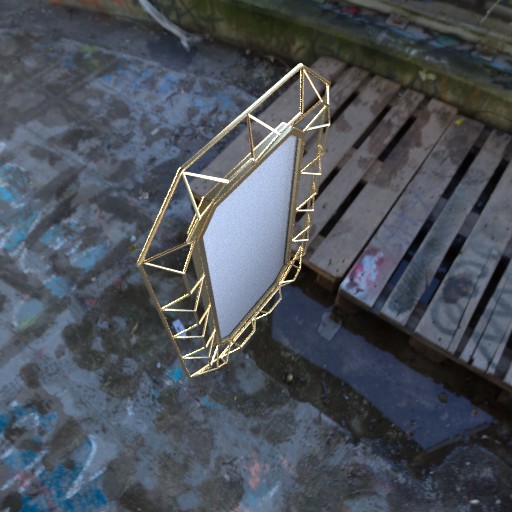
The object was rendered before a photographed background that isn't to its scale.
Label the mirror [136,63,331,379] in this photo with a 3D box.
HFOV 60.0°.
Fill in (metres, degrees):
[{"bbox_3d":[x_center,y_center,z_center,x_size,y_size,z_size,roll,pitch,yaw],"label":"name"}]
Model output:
[{"bbox_3d":[0.000,0.000,1.094,0.051,0.870,0.572,33,64,19],"label":"mirror"}]
